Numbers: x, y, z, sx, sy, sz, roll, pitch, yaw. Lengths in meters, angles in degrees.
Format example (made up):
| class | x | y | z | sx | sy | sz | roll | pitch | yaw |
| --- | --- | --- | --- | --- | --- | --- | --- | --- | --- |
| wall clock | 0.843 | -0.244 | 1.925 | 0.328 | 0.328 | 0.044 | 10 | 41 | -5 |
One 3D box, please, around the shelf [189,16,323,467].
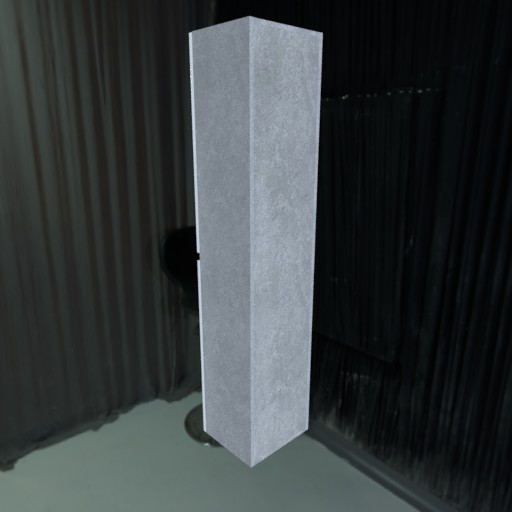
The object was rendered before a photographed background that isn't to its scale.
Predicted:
| class | x | y | z | sx | sy | sz | roll | pitch | yaw |
| --- | --- | --- | --- | --- | --- | --- | --- | --- | --- |
| shelf | 0.000 | 0.000 | 1.527 | 0.300 | 1.400 | 0.270 | -14 | 21 | -41 |
